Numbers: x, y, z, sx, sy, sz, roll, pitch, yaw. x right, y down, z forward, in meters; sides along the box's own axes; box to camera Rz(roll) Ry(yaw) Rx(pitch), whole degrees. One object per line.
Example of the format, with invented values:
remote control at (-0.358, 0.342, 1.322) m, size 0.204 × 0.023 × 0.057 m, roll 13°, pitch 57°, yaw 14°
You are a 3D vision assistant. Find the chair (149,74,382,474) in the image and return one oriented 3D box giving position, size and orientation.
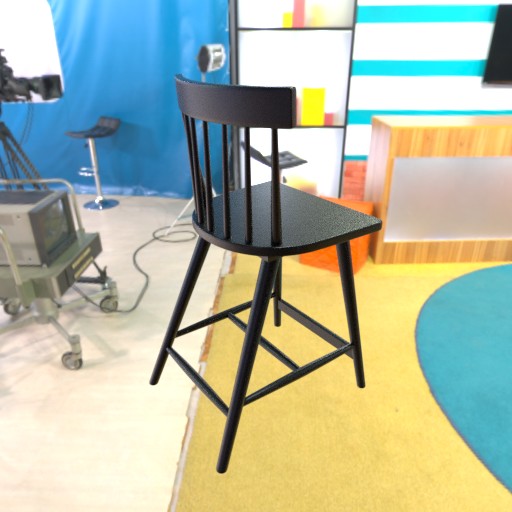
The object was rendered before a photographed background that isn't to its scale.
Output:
chair at (0.000, 0.000, 1.272) m, size 0.572 × 0.952 × 0.483 m, roll -18°, pitch 31°, yaw -33°
